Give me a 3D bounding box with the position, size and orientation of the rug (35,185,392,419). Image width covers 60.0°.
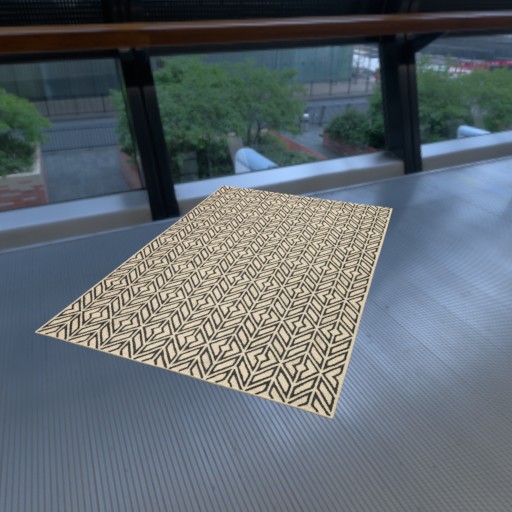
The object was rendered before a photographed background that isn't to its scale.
[{"bbox_3d":[0.000,0.000,2.349,1.220,0.007,1.828,10,31,18],"label":"rug"}]
